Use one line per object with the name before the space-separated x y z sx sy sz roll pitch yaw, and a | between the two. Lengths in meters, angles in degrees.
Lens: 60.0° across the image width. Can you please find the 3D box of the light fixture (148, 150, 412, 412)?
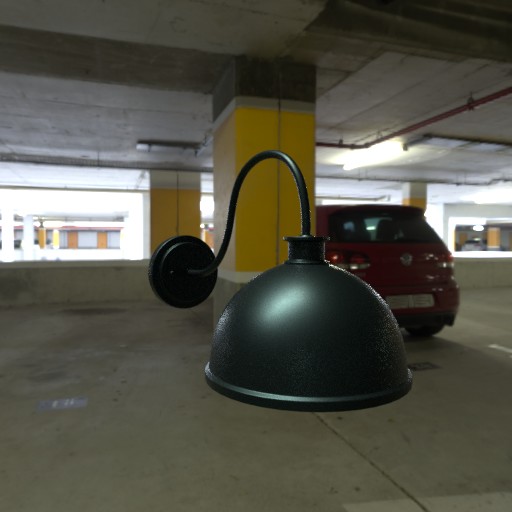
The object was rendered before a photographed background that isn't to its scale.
light fixture | 0.000 0.000 0.641 0.253 0.295 0.467 -1 2 -36
